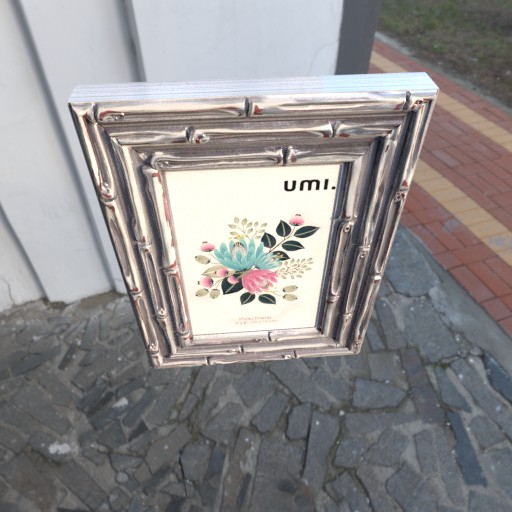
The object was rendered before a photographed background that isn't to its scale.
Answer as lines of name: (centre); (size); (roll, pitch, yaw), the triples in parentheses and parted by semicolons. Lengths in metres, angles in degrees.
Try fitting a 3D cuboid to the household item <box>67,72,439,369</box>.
household item: (0.000, 0.000, 0.277); (0.165, 0.216, 0.025); (-3, 45, -3)
